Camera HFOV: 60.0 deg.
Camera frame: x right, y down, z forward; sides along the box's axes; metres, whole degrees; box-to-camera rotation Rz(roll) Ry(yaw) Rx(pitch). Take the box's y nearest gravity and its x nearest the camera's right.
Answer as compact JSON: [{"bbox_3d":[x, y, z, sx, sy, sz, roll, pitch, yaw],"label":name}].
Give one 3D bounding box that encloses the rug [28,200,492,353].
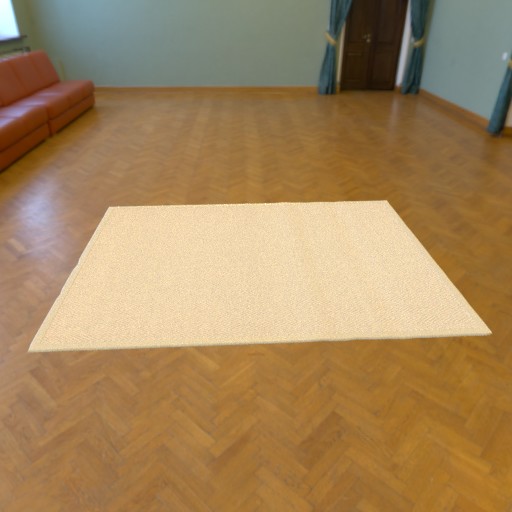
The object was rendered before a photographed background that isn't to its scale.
[{"bbox_3d":[0.000,0.000,4.641,3.659,0.037,2.734,-2,30,-3],"label":"rug"}]
